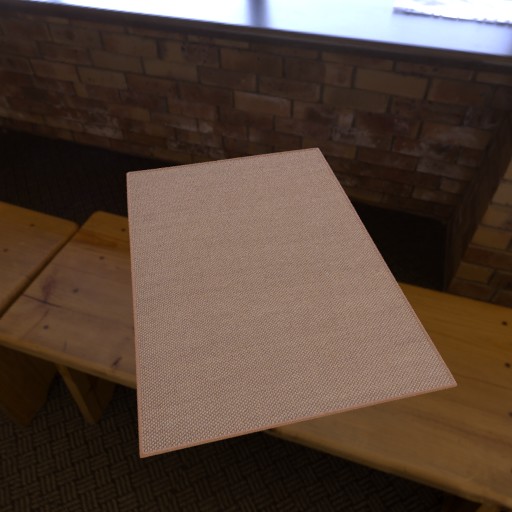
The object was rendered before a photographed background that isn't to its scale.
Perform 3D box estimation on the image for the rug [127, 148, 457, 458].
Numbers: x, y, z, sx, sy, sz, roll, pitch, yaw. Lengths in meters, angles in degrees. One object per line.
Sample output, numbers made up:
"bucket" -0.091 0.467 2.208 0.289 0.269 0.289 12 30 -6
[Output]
"rug" 0.000 0.000 2.749 1.524 0.013 2.134 -9 47 -9
